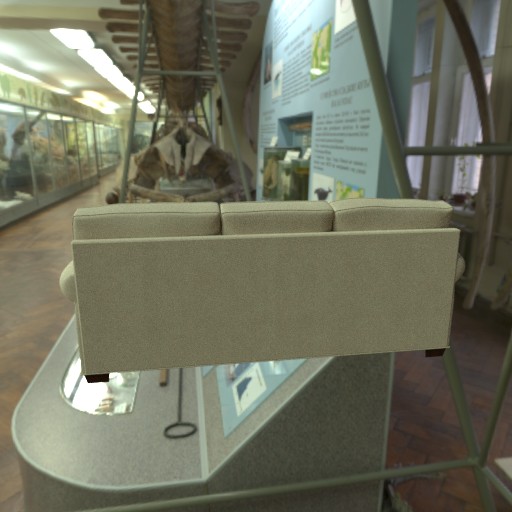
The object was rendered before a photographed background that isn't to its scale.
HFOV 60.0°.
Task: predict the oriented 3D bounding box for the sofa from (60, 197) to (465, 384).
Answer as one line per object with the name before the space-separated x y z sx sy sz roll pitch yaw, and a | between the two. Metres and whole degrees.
sofa | 0.000 0.000 2.436 1.770 0.734 1.226 -2 14 -9
